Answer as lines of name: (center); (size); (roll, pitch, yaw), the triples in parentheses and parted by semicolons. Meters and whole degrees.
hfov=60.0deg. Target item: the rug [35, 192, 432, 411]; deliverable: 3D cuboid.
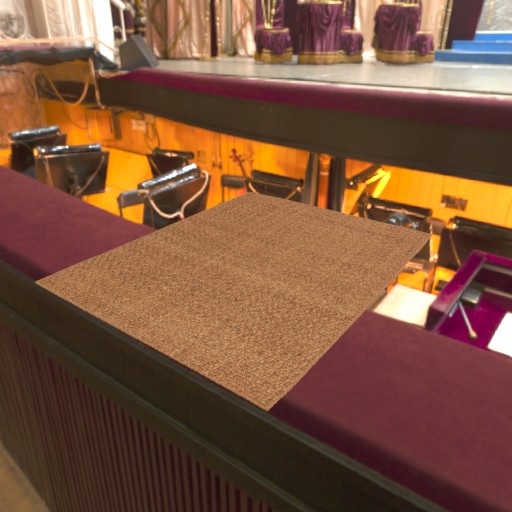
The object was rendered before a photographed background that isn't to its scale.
rug: (0.000, 0.000, 4.184); (2.439, 0.013, 3.048); (18, 32, 32)
